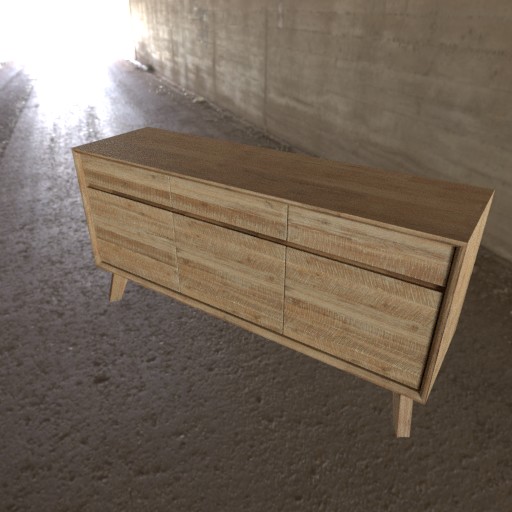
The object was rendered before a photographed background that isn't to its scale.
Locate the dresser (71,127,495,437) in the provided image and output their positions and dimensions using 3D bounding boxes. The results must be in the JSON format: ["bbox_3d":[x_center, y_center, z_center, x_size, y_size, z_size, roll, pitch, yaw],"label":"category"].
[{"bbox_3d":[0.000,0.000,1.884,1.602,0.788,0.455,18,34,28],"label":"dresser"}]
